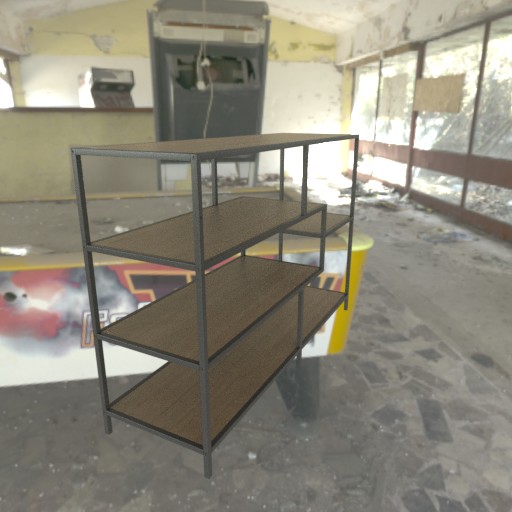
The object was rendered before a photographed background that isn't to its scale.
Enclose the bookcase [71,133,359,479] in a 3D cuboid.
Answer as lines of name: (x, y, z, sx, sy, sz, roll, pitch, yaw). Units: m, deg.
bookcase: (0.000, 0.000, 1.527, 0.350, 0.780, 1.140, 9, 20, 27)
